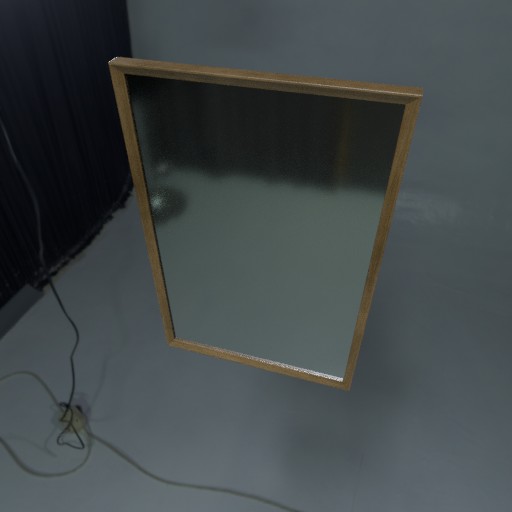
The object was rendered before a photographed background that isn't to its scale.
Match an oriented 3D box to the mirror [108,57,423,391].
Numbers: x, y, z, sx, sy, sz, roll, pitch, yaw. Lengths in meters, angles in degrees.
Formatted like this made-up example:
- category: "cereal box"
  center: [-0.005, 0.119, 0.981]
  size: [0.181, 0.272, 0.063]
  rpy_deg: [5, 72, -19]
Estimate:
- category: "mirror"
  center: [0.000, 0.000, 1.140]
  size: [0.609, 0.915, 0.041]
  rpy_deg: [11, 42, 12]
